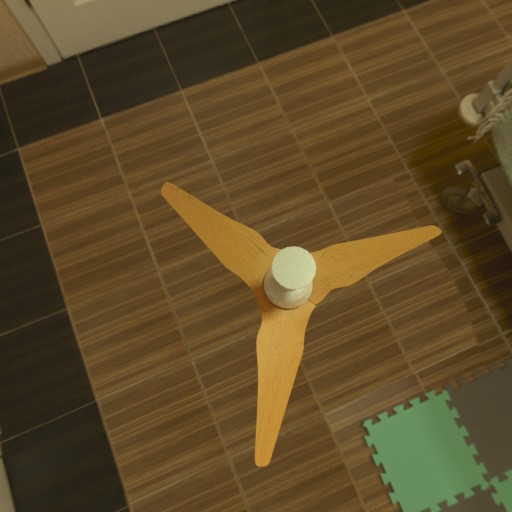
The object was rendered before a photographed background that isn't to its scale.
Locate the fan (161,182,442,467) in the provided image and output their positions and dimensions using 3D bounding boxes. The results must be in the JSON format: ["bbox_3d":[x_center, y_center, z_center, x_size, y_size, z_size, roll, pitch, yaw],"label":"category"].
[{"bbox_3d":[0.000,0.000,1.638,1.010,0.355,1.142,37,78,9],"label":"fan"}]
